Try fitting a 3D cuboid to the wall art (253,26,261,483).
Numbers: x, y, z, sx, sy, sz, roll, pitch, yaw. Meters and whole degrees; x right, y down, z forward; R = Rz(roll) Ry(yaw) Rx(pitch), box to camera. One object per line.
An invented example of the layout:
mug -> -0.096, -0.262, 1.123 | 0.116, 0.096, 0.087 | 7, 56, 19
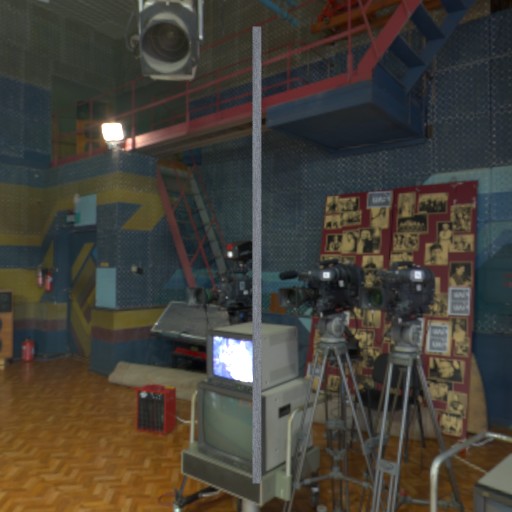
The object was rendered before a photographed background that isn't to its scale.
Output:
wall art -> 0.000, 0.000, 1.423 | 0.020, 1.070, 0.768 | 0, -1, 0
